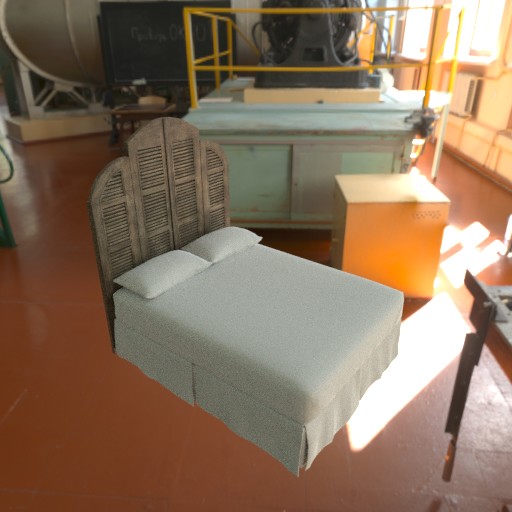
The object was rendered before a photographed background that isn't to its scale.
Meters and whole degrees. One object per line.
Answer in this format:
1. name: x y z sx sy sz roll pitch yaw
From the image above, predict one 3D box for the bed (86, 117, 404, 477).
1. bed: 0.000 0.000 3.664 2.138 2.019 1.713 19 32 34
